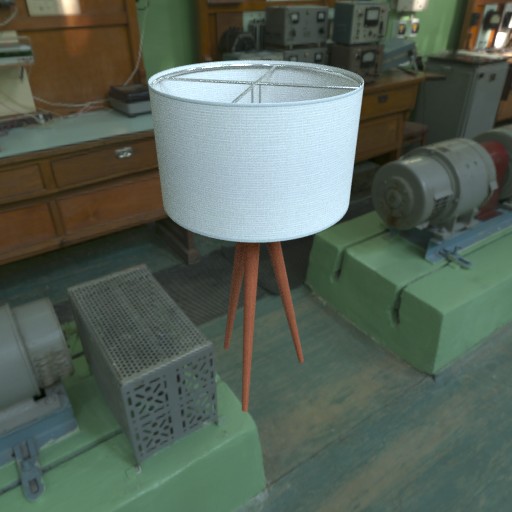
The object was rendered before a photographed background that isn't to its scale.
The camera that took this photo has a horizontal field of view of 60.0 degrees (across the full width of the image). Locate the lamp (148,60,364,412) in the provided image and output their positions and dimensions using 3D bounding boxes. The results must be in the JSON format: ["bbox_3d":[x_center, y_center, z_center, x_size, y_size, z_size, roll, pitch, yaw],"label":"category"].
[{"bbox_3d":[0.000,0.000,0.933,0.355,0.709,0.354,-21,38,-30],"label":"lamp"}]
